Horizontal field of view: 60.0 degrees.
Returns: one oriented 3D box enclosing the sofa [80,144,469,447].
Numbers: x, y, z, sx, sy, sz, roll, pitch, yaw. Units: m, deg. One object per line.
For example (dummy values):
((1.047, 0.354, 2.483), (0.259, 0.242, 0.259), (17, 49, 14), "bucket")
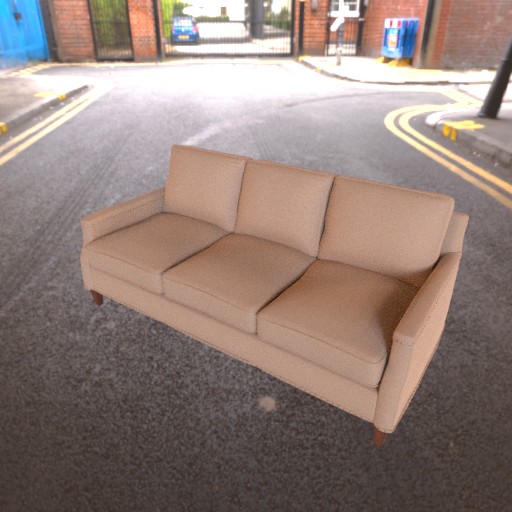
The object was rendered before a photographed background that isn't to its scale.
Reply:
((0.000, 0.000, 2.792), (2.246, 1.003, 1.084), (18, 33, 30), "sofa")
